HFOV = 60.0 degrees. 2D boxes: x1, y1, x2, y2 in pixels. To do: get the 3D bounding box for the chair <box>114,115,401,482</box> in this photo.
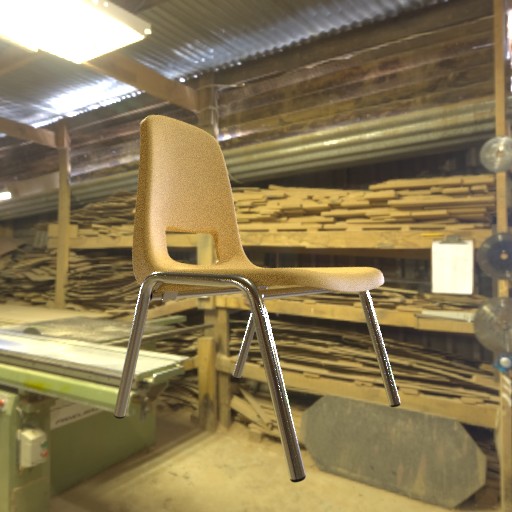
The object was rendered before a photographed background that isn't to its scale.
[{"bbox_3d":[0.000,0.000,0.765,0.385,0.536,0.354,-1,-1,36],"label":"chair"}]
